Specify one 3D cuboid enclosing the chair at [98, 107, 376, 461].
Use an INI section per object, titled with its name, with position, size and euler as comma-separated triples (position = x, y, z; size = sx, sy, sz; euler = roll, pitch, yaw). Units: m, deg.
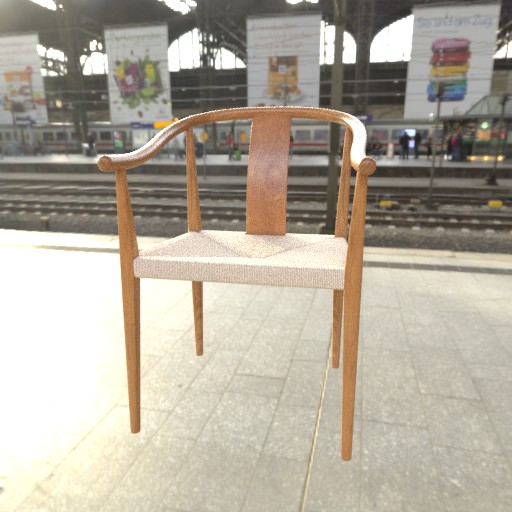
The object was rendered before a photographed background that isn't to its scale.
[chair]
position = 0.000, 0.000, 1.194
size = 0.556, 0.800, 0.579
euler = 3, 15, 10
